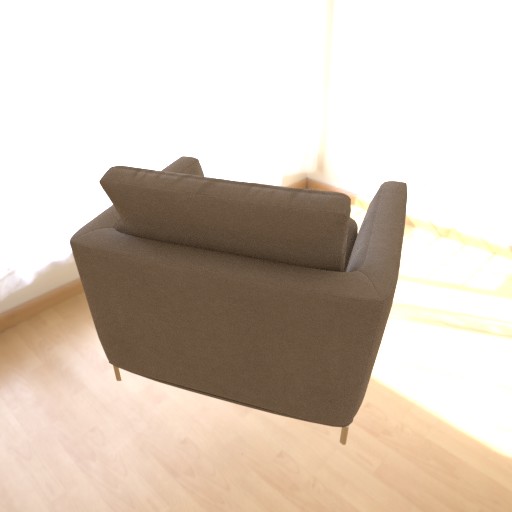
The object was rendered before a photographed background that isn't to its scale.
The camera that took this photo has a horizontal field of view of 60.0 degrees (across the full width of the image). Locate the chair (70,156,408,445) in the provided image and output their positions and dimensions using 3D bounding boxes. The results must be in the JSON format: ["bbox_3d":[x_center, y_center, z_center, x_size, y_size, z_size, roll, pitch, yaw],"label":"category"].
[{"bbox_3d":[0.000,0.000,1.710,1.041,0.864,0.889,10,33,16],"label":"chair"}]
